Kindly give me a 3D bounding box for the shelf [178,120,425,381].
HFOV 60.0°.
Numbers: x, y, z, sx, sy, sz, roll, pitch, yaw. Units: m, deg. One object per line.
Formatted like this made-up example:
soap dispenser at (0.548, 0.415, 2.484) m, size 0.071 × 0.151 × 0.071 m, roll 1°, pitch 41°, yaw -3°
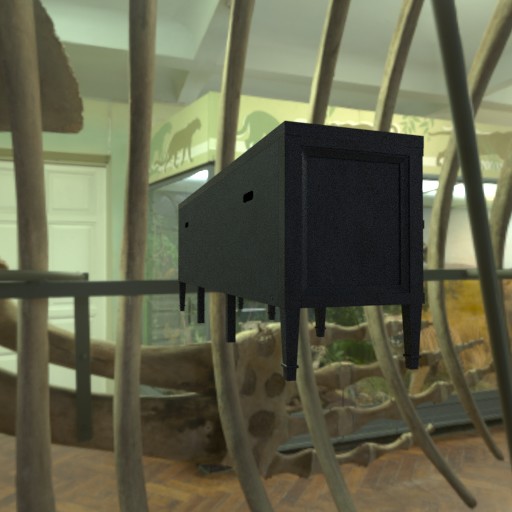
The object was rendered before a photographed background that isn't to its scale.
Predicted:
shelf at (0.000, 0.000, 2.174) m, size 0.471 × 0.715 × 1.878 m, roll 0°, pitch -1°, yaw -19°
